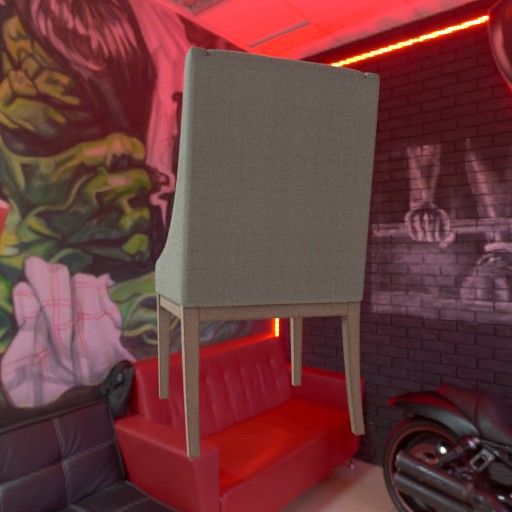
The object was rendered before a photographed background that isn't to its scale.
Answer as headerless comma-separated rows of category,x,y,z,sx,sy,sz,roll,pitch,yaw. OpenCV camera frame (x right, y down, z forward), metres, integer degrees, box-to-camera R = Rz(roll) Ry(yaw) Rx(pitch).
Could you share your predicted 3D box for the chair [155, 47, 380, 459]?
chair,0.000,0.000,1.417,0.575,1.021,0.611,0,0,-18
